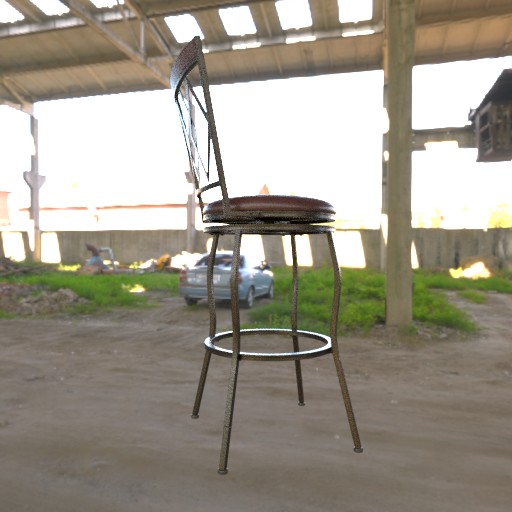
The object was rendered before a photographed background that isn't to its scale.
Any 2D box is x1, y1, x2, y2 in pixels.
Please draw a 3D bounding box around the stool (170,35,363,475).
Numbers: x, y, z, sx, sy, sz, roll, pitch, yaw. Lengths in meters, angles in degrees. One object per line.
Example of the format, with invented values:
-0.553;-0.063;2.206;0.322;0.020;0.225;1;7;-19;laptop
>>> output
0.000;0.000;1.400;0.521;1.134;0.432;0;1;-18;stool
